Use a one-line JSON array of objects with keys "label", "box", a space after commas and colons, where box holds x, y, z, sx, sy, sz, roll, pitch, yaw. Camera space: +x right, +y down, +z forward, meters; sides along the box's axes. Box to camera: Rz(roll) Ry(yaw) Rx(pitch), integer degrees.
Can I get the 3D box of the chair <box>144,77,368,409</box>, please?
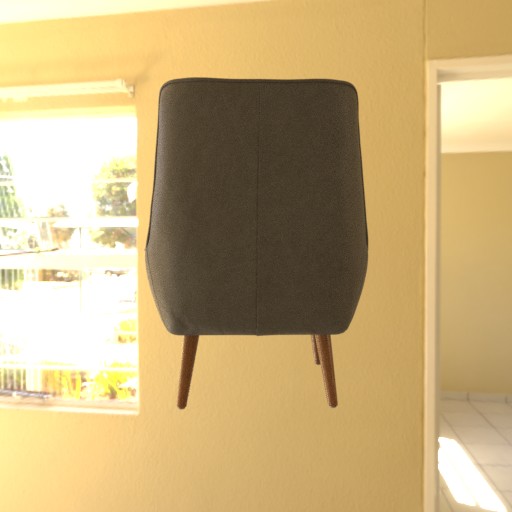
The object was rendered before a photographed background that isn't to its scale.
[{"label": "chair", "box": [0.000, 0.000, 1.469, 0.787, 0.888, 0.822, 0, 0, -2]}]
